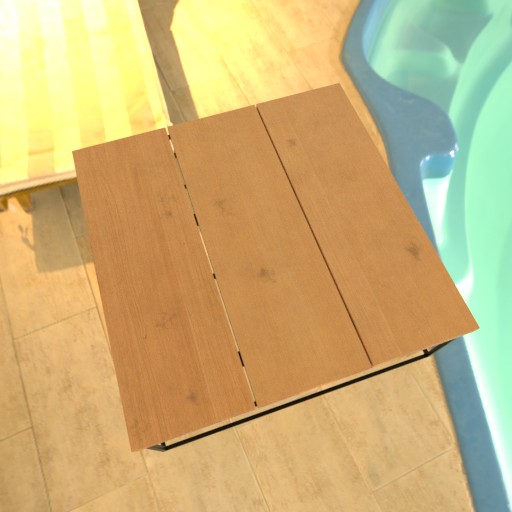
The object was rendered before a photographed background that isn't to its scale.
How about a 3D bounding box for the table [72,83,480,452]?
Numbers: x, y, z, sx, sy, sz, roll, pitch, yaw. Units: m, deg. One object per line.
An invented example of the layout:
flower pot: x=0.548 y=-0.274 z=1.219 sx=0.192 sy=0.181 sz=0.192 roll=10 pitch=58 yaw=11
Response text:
table: x=0.000 y=0.000 z=1.707 sx=1.100 sy=0.400 sz=1.100 roll=-17 pitch=66 yaw=-8
